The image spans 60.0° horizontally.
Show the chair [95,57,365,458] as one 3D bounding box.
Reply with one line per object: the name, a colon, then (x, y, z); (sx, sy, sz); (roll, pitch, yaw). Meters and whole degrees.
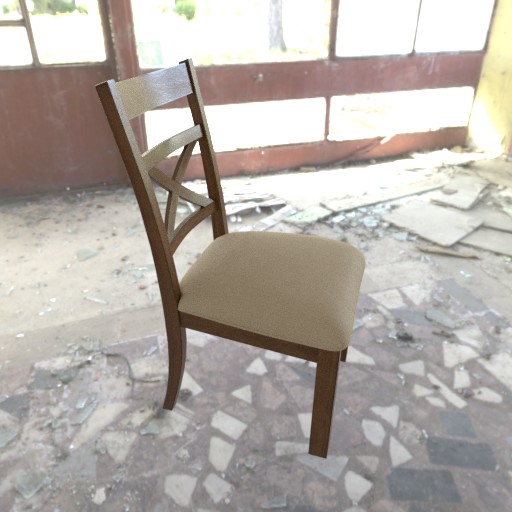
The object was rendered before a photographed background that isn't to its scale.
chair: (0.000, 0.000, 1.227); (0.581, 0.949, 0.461); (9, 32, 15)
